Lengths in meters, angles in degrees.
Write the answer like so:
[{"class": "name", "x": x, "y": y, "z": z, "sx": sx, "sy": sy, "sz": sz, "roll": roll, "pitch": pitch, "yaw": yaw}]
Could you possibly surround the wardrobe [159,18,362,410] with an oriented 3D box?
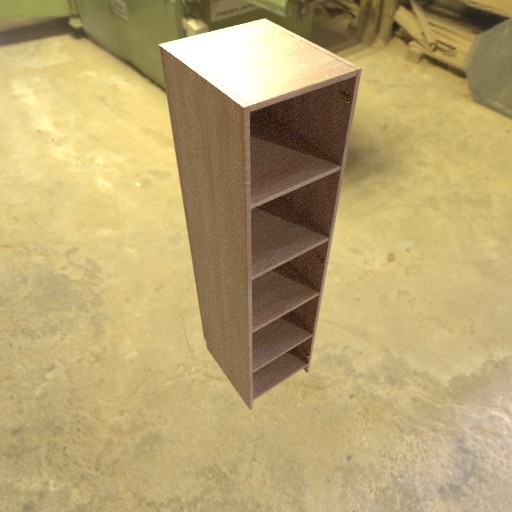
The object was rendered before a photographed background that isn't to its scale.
[{"class": "wardrobe", "x": 0.000, "y": 0.000, "z": 2.381, "sx": 0.496, "sy": 2.117, "sz": 0.588, "roll": -26, "pitch": 52, "yaw": -23}]
